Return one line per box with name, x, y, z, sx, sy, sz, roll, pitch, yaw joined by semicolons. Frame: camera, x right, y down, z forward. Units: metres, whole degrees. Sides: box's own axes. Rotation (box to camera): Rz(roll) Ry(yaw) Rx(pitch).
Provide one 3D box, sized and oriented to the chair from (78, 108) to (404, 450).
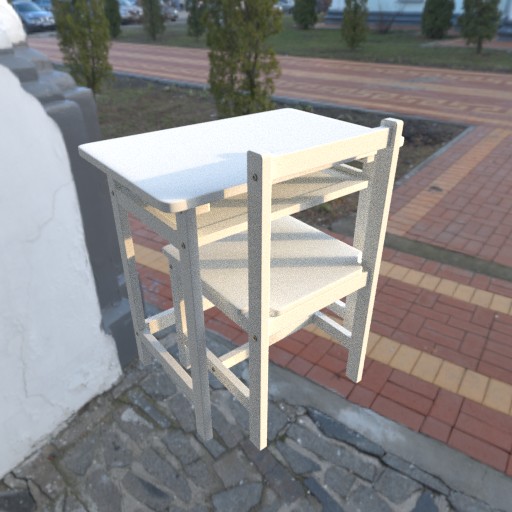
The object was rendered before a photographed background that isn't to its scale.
chair;0.000;0.000;1.064;0.599;0.673;0.461;-22;37;-32
